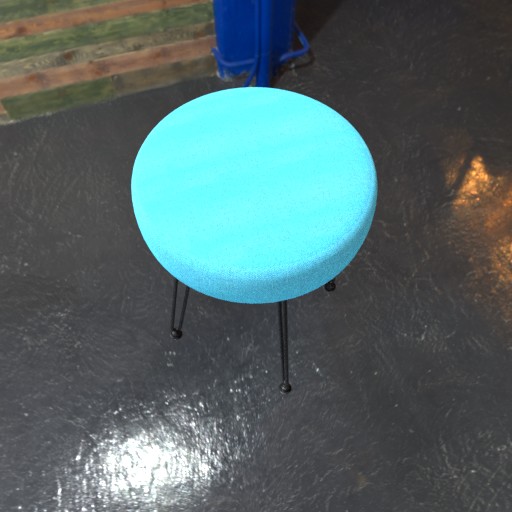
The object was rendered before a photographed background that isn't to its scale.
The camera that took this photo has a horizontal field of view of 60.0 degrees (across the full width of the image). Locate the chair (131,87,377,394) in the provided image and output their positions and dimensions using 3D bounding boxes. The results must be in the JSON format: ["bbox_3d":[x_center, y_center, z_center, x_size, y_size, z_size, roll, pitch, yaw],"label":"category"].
[{"bbox_3d":[0.000,0.000,0.707,0.350,0.440,0.350,-16,61,-9],"label":"chair"}]
